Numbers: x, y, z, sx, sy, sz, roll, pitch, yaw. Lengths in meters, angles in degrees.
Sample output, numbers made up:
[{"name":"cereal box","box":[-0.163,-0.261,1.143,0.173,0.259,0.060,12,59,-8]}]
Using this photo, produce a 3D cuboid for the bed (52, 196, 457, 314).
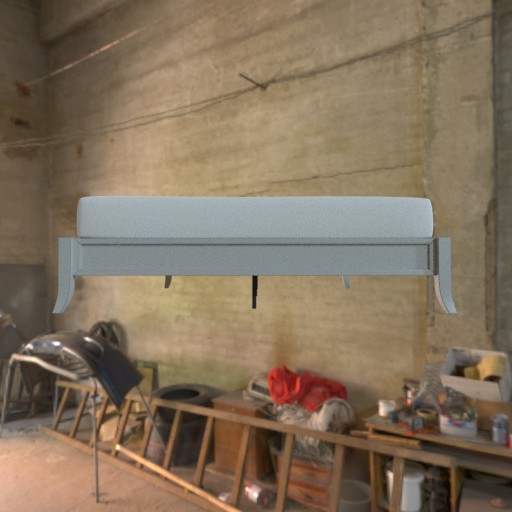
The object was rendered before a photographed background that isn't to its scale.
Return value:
[{"name":"bed","box":[0.000,0.000,2.811,1.604,0.510,2.108,0,-1,0]}]
